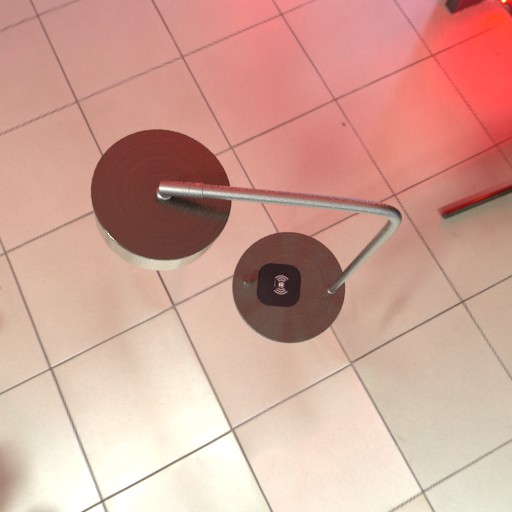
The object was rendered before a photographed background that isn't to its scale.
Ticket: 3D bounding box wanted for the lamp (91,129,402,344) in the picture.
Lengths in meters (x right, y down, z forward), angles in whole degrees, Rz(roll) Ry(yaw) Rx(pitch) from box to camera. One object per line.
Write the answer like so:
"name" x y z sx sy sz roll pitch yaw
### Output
"lamp" 0.000 0.000 0.631 0.334 0.469 0.211 5 76 1
